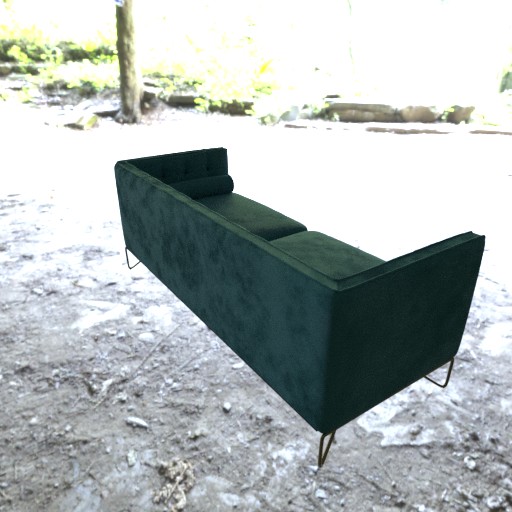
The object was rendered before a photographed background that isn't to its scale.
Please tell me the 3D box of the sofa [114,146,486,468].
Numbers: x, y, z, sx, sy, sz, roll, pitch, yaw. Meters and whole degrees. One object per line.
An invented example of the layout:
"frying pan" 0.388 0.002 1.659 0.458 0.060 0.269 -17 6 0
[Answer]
"sofa" 0.000 0.000 2.489 0.867 0.789 2.087 -17 30 -31
